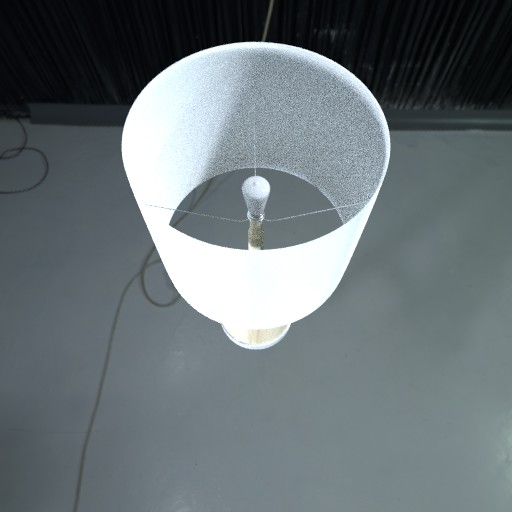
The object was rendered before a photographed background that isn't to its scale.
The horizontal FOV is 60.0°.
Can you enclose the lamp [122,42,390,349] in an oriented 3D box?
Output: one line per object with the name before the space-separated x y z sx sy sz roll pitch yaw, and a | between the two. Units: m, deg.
lamp | 0.000 0.000 0.587 0.229 0.470 0.229 -1 63 0
